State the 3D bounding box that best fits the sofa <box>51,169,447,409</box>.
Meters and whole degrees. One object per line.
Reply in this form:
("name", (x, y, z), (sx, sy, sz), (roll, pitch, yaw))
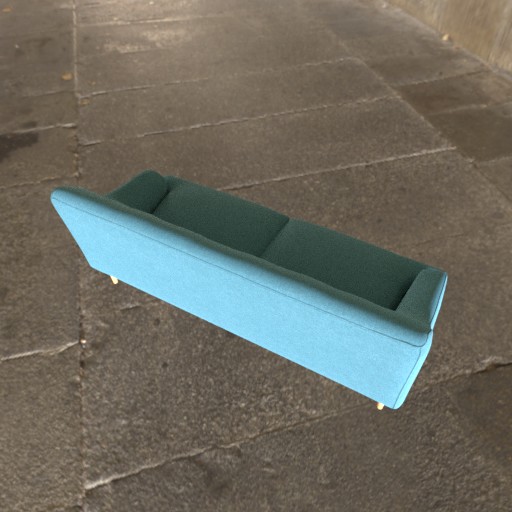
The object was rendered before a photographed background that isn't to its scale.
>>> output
("sofa", (0.000, 0.000, 2.585), (2.057, 0.871, 0.978), (22, 49, 20))
